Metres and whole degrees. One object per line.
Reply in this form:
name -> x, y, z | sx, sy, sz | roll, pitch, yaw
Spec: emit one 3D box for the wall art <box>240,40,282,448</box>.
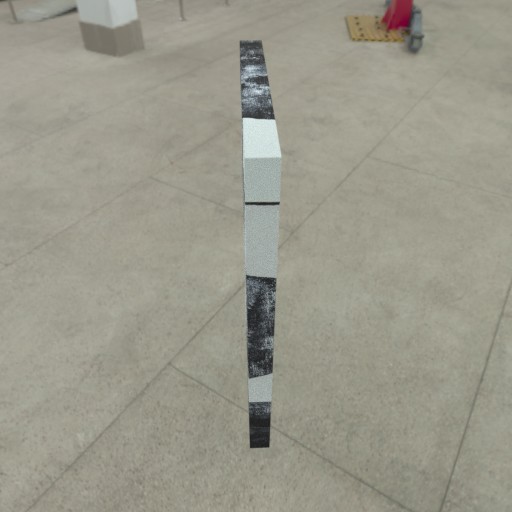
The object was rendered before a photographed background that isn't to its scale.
wall art -> 0.000, 0.000, 0.793 | 0.039, 0.610, 0.407 | -1, 41, -2
